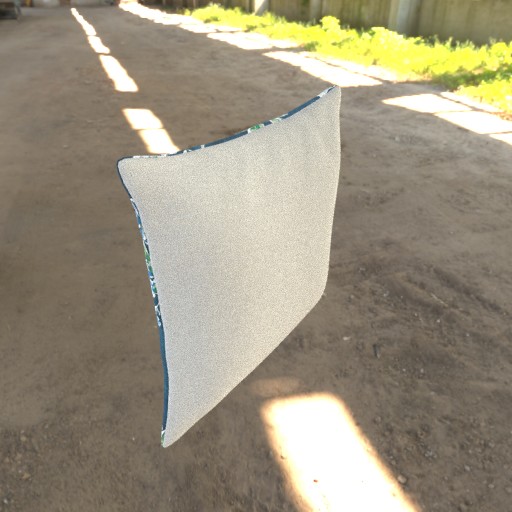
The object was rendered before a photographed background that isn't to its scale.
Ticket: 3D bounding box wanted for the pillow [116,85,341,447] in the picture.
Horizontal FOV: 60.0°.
[{"bbox_3d":[0.000,0.000,0.794,0.166,0.508,0.525,21,37,30],"label":"pillow"}]
